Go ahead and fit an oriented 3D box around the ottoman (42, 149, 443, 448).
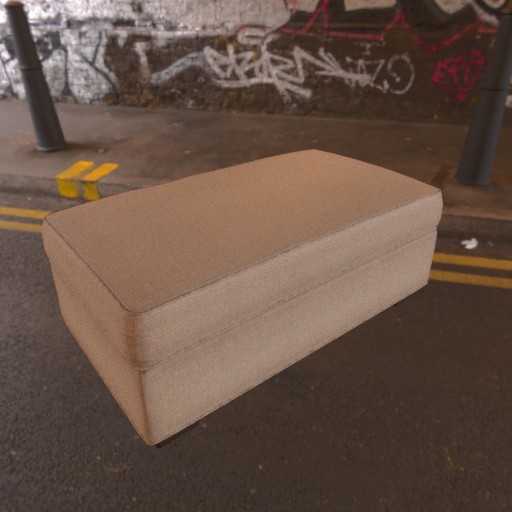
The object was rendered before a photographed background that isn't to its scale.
[{"bbox_3d":[0.000,0.000,1.412,1.097,0.448,0.617,-21,36,-33],"label":"ottoman"}]
